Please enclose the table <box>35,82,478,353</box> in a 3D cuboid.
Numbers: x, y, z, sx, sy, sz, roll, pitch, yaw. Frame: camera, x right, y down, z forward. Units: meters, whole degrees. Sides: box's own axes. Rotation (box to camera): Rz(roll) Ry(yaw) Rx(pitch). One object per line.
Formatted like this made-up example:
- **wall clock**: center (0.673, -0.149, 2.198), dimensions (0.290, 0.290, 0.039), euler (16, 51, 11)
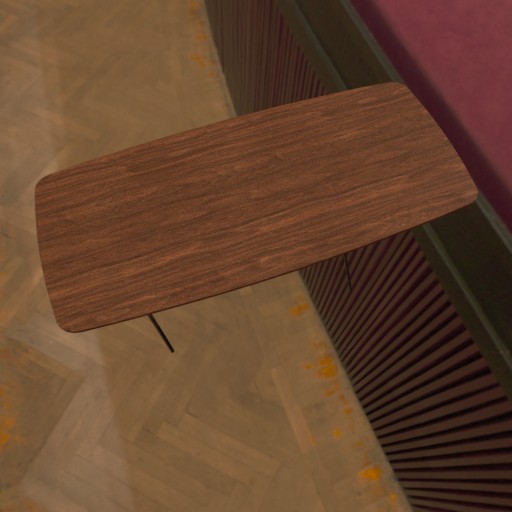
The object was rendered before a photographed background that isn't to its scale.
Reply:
- **table**: center (0.000, 0.000, 1.092), dimensions (0.804, 0.576, 0.361), euler (-18, 65, -9)
